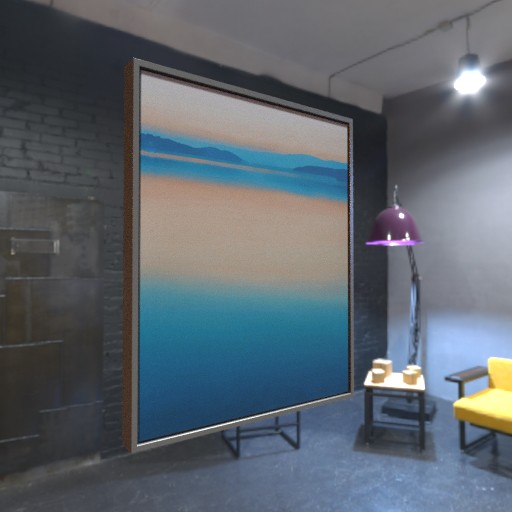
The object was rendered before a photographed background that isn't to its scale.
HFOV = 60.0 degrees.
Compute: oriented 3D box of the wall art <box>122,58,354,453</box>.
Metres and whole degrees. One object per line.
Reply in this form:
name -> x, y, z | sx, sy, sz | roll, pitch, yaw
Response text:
wall art -> 0.000, 0.000, 0.767 | 0.453, 0.554, 0.037 | 1, -1, -36
